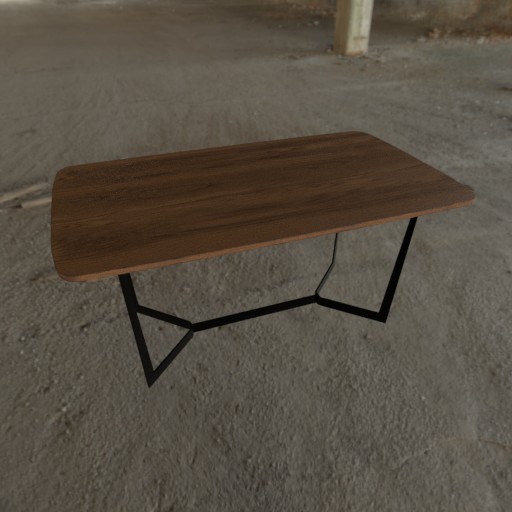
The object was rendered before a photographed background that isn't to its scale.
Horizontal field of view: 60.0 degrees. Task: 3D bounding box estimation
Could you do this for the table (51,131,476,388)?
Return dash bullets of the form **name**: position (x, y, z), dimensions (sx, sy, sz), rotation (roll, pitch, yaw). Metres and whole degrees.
- **table**: position (0.000, 0.000, 2.114), dimensions (1.643, 0.765, 0.949), rotation (-11, 35, -17)
